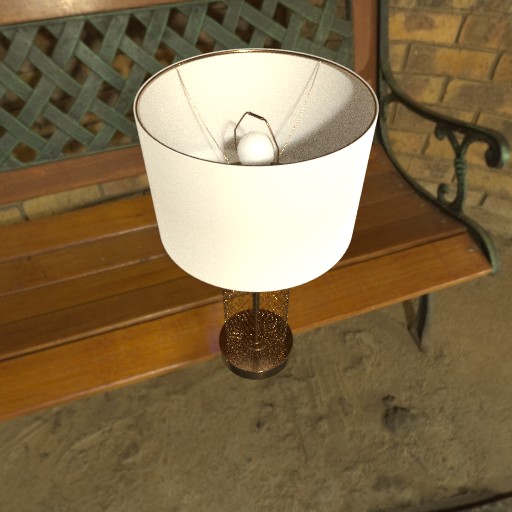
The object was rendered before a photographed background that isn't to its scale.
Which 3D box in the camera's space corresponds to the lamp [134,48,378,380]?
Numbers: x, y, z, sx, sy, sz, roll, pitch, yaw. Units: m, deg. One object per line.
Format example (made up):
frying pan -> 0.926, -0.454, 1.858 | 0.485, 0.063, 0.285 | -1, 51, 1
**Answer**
lamp -> 0.000, 0.000, 0.638 | 0.252, 0.483, 0.252 | 31, 54, 26
